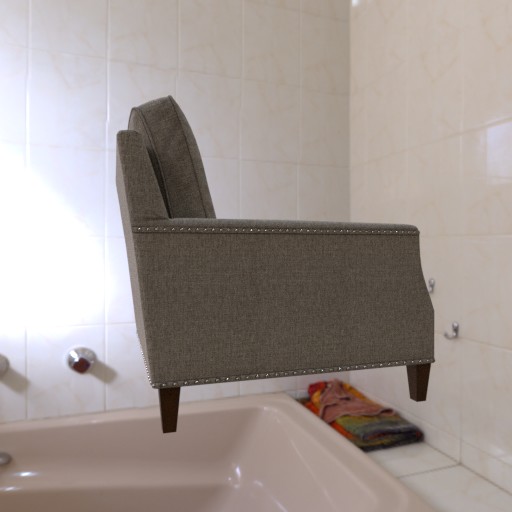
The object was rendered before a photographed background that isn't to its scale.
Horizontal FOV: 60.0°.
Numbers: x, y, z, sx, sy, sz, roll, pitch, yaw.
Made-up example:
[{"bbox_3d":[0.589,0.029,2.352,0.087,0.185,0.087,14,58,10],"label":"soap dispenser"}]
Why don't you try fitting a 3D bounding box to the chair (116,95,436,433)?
[{"bbox_3d":[0.000,0.000,1.687,1.014,0.943,0.853,0,1,-18],"label":"chair"}]
